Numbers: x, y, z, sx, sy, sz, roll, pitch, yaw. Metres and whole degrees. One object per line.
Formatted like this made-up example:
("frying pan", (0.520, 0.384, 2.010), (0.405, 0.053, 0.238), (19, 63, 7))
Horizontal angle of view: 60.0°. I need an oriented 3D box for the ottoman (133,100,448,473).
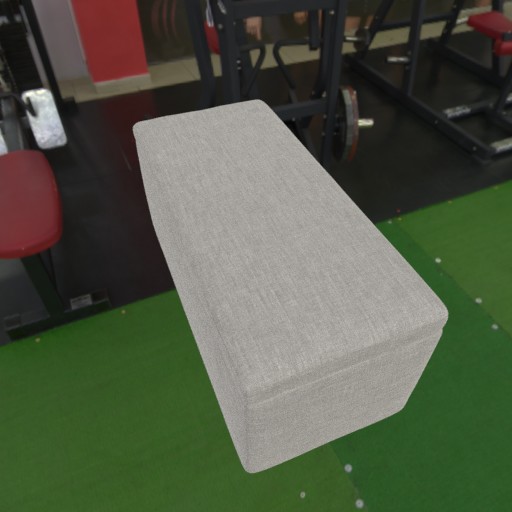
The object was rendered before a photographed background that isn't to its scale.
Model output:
("ottoman", (0.000, 0.000, 1.148), (0.419, 0.432, 0.902), (-16, 48, -15))
